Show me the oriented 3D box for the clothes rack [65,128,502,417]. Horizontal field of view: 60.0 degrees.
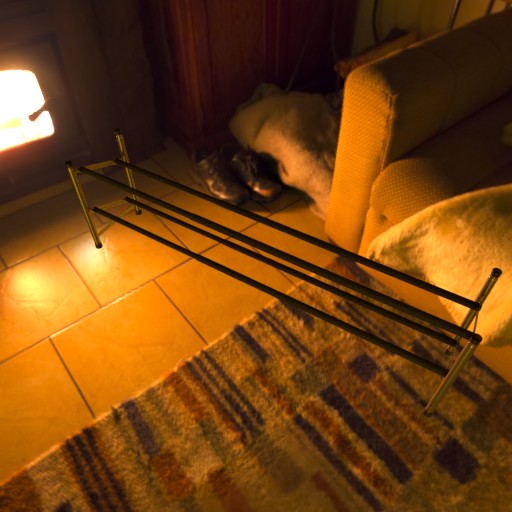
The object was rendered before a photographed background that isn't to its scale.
[{"bbox_3d":[0.000,0.000,1.264,1.168,0.349,0.229,24,51,21],"label":"clothes rack"}]
